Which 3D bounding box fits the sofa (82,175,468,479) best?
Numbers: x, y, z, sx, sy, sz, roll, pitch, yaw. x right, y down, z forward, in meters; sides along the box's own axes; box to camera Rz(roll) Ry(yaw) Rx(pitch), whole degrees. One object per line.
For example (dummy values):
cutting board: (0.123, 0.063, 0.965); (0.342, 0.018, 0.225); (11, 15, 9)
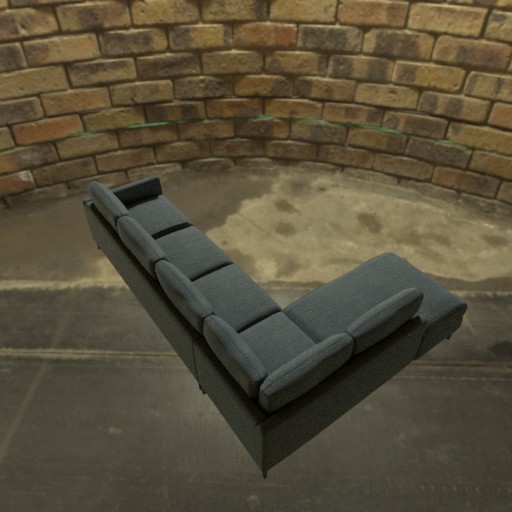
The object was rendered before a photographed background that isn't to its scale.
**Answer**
sofa: (0.000, 0.000, 3.898); (2.007, 0.815, 2.949); (-26, 47, -27)
